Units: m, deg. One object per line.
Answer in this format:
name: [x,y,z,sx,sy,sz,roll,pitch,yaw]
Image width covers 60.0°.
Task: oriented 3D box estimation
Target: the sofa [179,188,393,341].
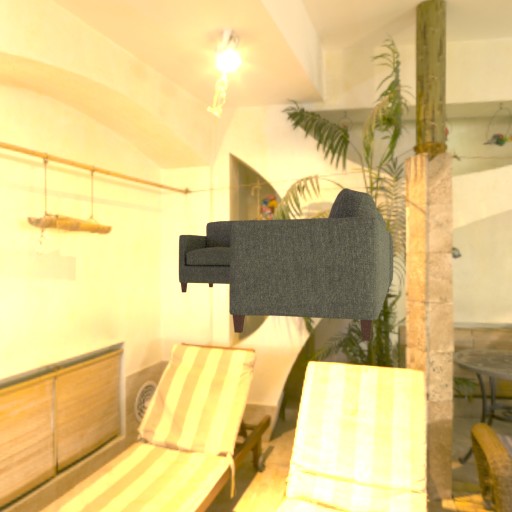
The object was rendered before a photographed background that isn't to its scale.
sofa: [0.000,0.000,4.477,2.593,0.947,3.302,0,1,18]
